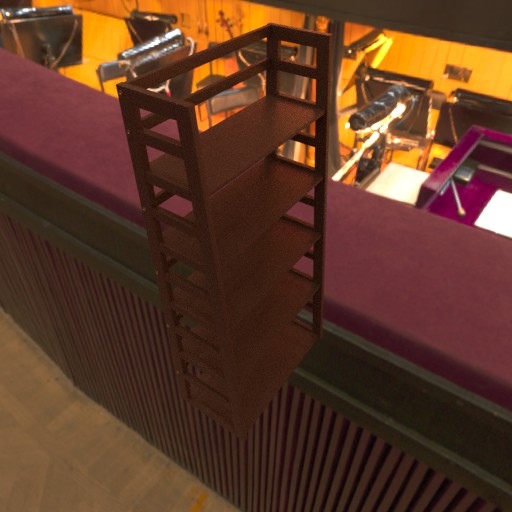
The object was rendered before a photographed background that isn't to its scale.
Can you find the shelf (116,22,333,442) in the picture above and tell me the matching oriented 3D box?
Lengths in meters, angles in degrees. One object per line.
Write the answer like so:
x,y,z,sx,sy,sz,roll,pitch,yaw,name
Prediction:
0.000,0.000,1.885,0.403,1.600,0.763,25,47,25,shelf
